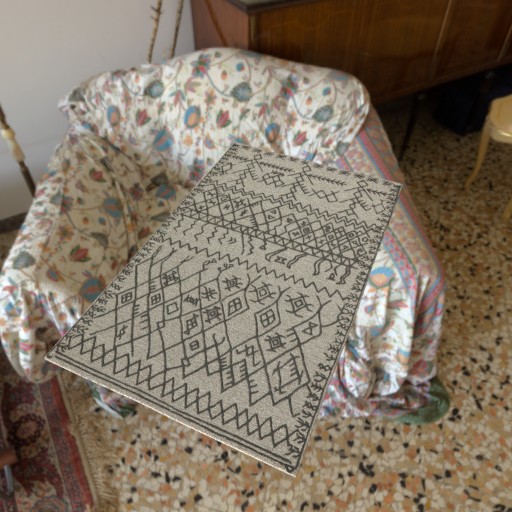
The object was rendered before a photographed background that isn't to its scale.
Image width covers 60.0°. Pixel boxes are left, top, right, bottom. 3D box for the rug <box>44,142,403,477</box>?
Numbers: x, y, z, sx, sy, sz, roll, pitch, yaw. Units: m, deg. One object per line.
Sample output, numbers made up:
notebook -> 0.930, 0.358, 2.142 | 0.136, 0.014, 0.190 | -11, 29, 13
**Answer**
rug -> 0.000, 0.000, 4.783 | 2.393, 0.019, 3.824 | 18, 49, 16
